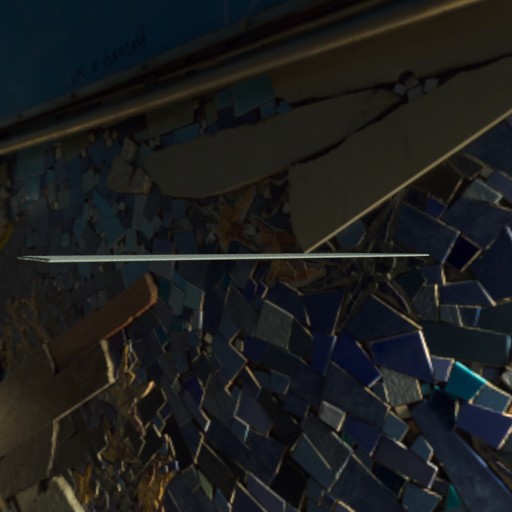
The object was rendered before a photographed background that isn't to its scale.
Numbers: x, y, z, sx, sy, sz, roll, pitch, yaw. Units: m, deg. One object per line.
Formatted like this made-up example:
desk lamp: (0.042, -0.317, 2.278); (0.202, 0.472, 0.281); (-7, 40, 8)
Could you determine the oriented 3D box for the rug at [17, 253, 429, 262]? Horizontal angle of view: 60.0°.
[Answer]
rug: (0.000, 0.000, 2.386); (2.196, 0.011, 0.662); (-1, 1, -36)
